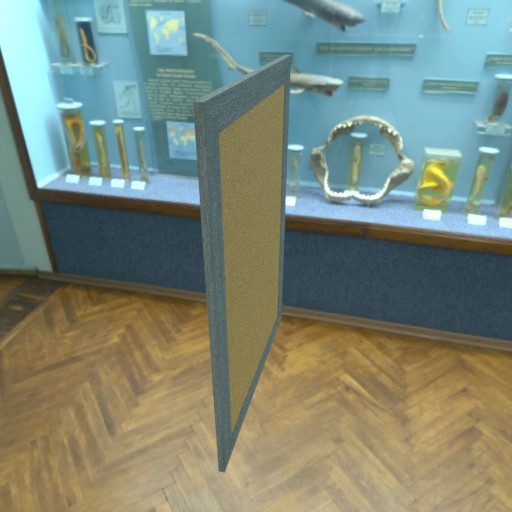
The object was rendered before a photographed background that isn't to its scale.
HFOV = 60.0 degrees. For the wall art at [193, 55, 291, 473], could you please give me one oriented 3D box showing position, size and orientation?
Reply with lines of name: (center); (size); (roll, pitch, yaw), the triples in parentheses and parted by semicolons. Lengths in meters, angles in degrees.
wall art: (0.000, 0.000, 1.381); (0.020, 1.070, 0.768); (8, 31, 13)
